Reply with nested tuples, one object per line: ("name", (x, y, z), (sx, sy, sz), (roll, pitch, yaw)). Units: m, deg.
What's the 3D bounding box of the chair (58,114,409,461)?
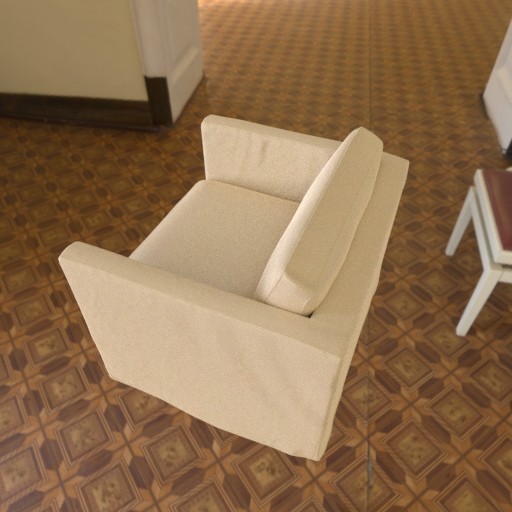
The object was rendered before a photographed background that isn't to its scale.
("chair", (0.000, 0.000, 1.769), (0.947, 0.851, 1.057), (17, 47, 16))
